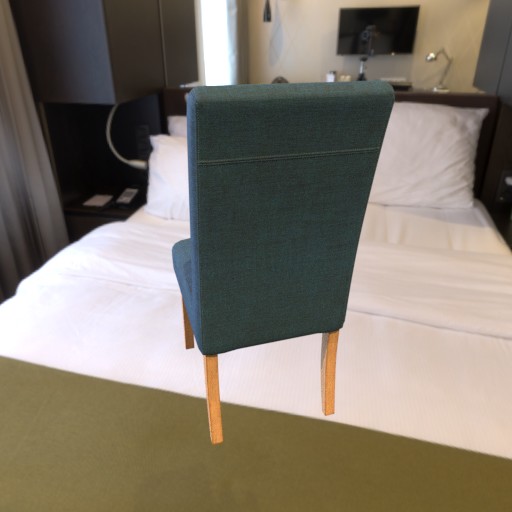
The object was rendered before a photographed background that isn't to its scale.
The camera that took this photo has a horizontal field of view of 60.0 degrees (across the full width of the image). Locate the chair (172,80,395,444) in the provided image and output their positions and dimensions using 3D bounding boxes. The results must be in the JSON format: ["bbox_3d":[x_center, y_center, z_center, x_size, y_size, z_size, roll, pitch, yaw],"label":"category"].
[{"bbox_3d":[0.000,0.000,1.351,0.450,1.029,0.610,-8,27,-16],"label":"chair"}]
